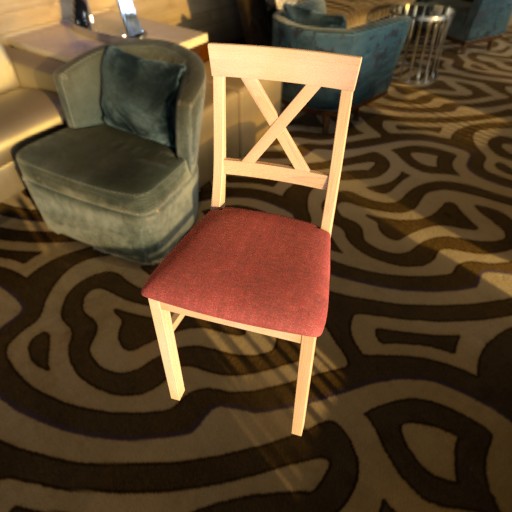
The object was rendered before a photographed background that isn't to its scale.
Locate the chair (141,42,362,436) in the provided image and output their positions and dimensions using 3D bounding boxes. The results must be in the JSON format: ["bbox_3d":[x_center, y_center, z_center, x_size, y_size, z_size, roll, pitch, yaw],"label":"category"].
[{"bbox_3d":[0.000,0.000,1.177,0.439,0.912,0.492,12,42,13],"label":"chair"}]
